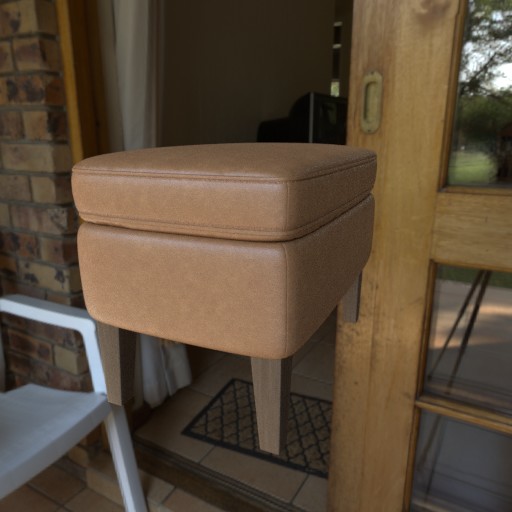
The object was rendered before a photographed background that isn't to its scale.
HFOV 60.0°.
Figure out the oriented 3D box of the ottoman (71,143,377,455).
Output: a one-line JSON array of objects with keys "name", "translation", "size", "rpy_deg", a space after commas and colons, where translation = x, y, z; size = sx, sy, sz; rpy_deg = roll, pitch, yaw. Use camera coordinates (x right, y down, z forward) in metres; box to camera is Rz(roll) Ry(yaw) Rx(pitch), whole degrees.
[{"name": "ottoman", "translation": [0.000, 0.000, 0.977], "size": [0.420, 0.480, 0.670], "rpy_deg": [7, 17, 24]}]
